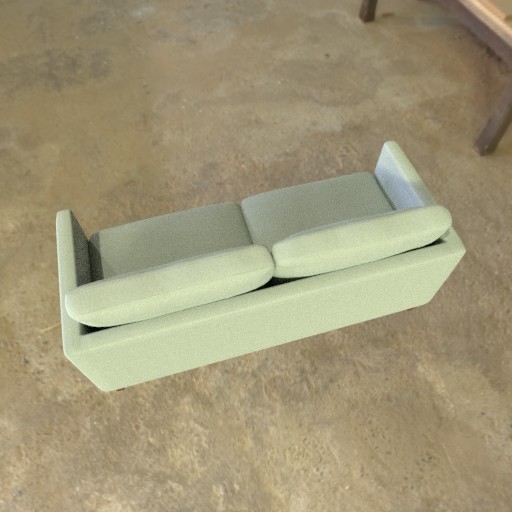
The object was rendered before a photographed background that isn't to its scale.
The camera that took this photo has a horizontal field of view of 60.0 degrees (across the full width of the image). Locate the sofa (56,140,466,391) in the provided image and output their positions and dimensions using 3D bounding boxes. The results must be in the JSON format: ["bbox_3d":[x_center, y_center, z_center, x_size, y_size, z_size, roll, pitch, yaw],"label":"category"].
[{"bbox_3d":[0.000,0.000,2.754,2.208,0.965,0.951,-14,59,-9],"label":"sofa"}]
